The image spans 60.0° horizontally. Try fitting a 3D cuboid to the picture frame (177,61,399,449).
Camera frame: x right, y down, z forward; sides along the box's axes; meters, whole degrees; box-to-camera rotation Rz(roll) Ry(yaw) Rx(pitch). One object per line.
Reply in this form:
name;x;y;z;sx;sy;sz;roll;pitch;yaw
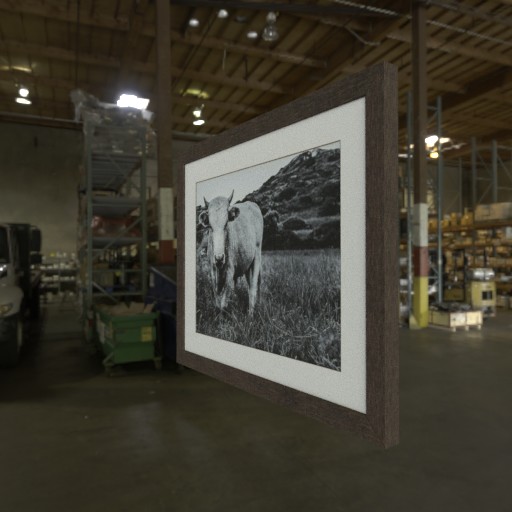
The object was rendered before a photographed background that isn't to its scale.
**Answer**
picture frame;0.000;0.000;0.747;0.026;0.455;0.546;0;-1;-36
